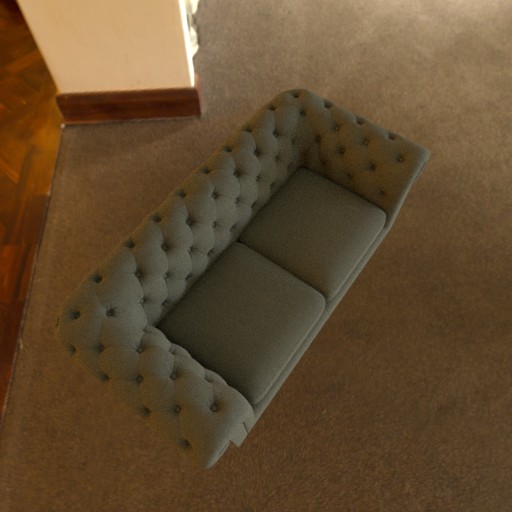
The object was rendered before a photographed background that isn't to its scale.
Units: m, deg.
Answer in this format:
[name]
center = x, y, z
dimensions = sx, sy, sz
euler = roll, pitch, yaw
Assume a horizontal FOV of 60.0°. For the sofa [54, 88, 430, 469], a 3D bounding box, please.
[sofa]
center = 0.000, 0.000, 2.440
dimensions = 0.986, 0.764, 1.998
euler = 32, 65, 17
